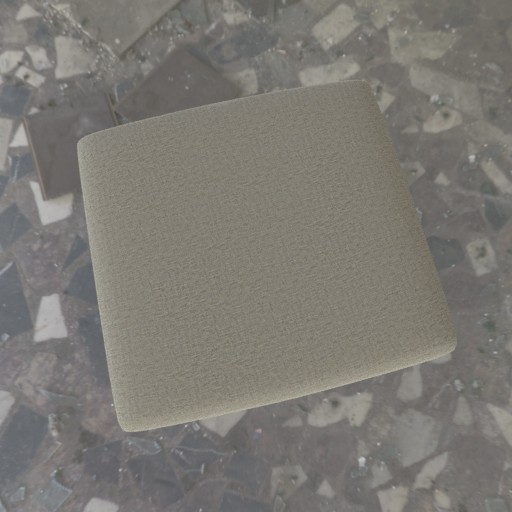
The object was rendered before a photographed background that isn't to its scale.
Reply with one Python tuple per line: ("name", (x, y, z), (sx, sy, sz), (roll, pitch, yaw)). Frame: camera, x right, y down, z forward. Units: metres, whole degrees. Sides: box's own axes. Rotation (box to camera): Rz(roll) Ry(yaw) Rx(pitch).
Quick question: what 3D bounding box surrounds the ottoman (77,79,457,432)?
("ottoman", (0.000, 0.000, 1.045), (0.655, 0.399, 0.648), (-13, 76, -3))
